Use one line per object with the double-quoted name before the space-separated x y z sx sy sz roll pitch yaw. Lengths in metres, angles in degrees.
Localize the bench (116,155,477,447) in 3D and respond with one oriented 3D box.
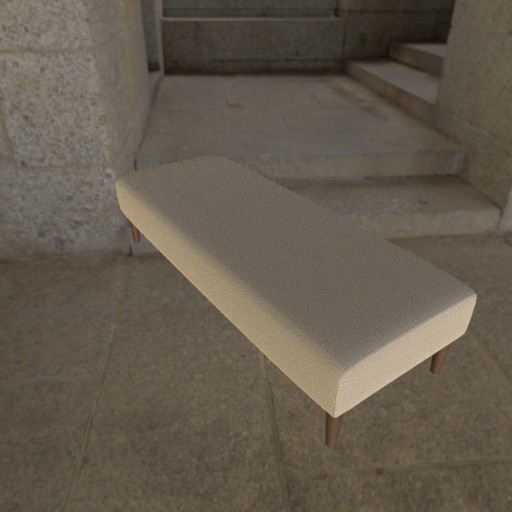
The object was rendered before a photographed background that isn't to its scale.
"bench" 0.000 0.000 1.893 0.646 0.393 1.609 -20 37 -29
